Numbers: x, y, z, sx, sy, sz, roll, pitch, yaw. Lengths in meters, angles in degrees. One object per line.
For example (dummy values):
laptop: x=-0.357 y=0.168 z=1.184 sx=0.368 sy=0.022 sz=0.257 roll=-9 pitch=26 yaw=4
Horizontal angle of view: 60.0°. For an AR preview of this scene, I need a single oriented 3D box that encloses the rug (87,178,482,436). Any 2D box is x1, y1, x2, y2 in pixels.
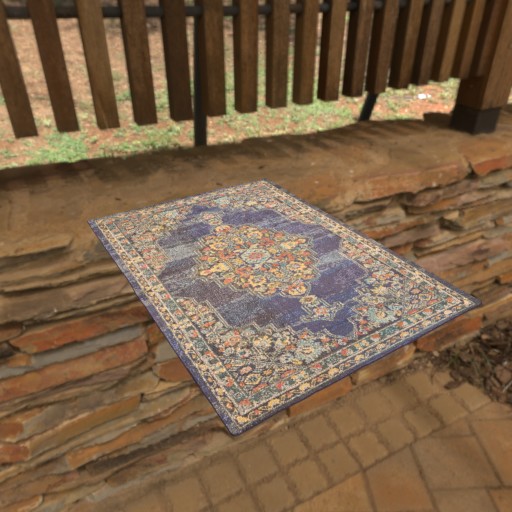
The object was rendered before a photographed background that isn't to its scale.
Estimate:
rug: x=0.000 y=0.000 z=2.924 sx=1.630 sy=0.009 sz=2.232 roll=-18 pitch=36 yaw=-27
